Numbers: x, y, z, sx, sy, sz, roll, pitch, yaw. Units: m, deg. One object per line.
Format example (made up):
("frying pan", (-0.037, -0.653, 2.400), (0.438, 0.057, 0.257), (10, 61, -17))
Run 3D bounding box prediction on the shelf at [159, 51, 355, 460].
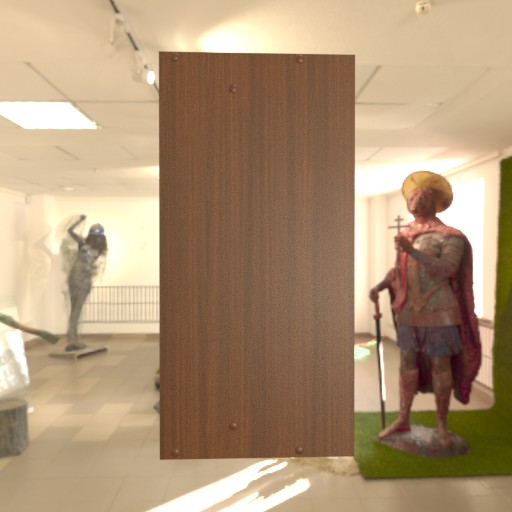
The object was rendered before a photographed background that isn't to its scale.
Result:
("shelf", (0.000, 0.000, 0.728), (0.290, 0.600, 0.147), (0, 1, -2))
